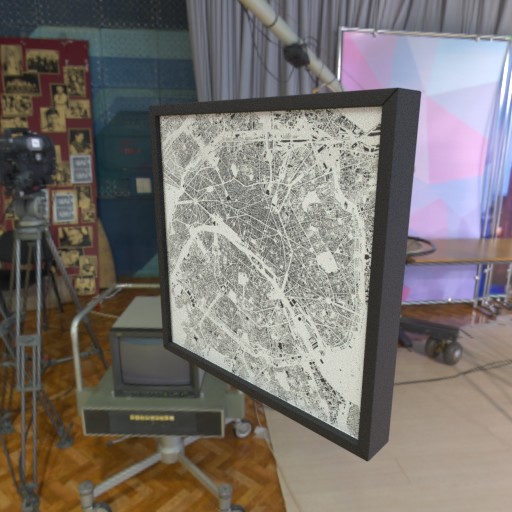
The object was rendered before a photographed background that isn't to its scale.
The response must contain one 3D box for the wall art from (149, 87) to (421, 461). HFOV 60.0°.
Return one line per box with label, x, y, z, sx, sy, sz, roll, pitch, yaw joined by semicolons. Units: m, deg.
wall art;0.000;0.000;0.457;0.305;0.305;0.037;14;21;42
